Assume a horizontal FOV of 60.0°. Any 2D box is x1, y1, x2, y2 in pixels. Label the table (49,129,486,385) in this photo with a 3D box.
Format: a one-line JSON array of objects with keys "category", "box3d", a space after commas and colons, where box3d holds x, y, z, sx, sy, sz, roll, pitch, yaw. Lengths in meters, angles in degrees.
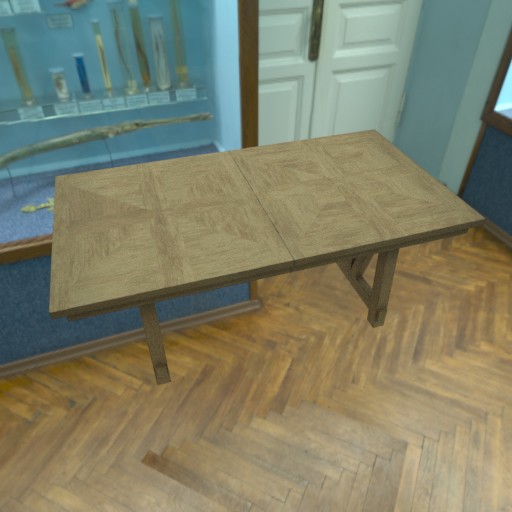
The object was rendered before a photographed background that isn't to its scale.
[{"category": "table", "box3d": [0.000, 0.000, 2.420, 1.881, 0.768, 1.016, -12, 41, -14]}]
